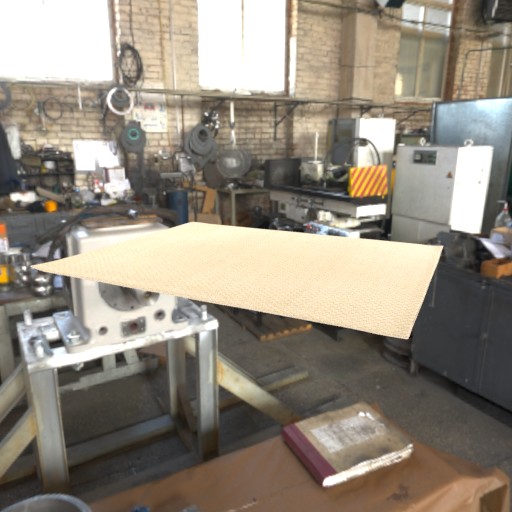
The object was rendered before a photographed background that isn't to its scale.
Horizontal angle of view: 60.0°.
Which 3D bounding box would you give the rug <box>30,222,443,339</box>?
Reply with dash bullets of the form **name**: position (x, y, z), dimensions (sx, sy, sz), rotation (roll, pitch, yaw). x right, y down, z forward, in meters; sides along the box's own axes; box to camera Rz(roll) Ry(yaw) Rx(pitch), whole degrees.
- **rug**: position (0.000, 0.000, 3.895), dimensions (2.897, 0.035, 2.277), rotation (7, 16, 25)
